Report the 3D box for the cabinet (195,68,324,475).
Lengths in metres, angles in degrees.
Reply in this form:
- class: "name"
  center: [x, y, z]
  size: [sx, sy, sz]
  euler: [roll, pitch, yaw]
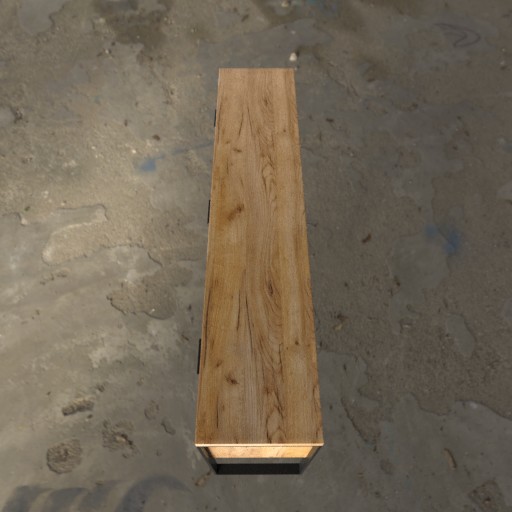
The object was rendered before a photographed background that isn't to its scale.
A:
- class: "cabinet"
  center: [0.000, 0.000, 2.113]
  size: [0.395, 0.762, 1.800]
  euler: [0, 58, 0]
